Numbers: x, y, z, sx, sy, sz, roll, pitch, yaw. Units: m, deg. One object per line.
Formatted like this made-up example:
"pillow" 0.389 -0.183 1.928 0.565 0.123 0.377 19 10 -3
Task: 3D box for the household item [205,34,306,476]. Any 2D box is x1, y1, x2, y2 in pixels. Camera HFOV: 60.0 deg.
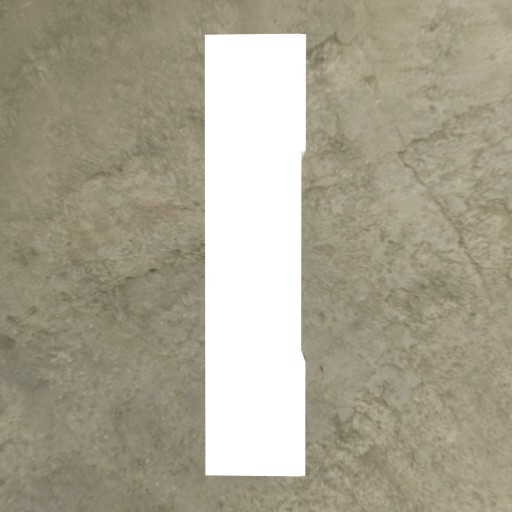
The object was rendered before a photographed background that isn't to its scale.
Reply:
"household item" 0.000 0.000 2.013 0.420 0.310 1.850 0 91 1
